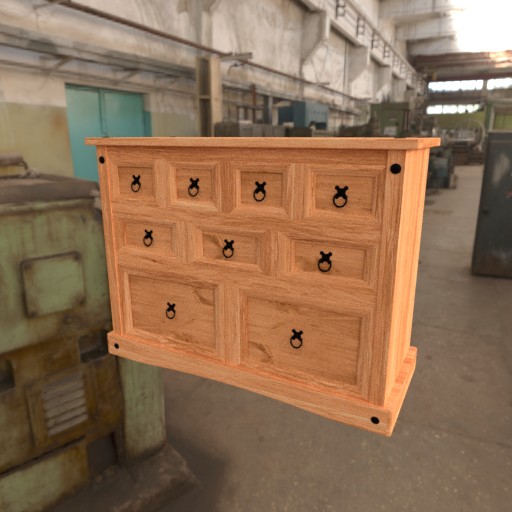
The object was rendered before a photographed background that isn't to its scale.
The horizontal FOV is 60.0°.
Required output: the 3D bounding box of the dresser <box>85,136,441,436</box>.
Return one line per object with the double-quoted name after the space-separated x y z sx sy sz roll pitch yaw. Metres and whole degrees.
0.000 0.000 1.424 0.990 0.740 0.410 8 17 27 "dresser"
